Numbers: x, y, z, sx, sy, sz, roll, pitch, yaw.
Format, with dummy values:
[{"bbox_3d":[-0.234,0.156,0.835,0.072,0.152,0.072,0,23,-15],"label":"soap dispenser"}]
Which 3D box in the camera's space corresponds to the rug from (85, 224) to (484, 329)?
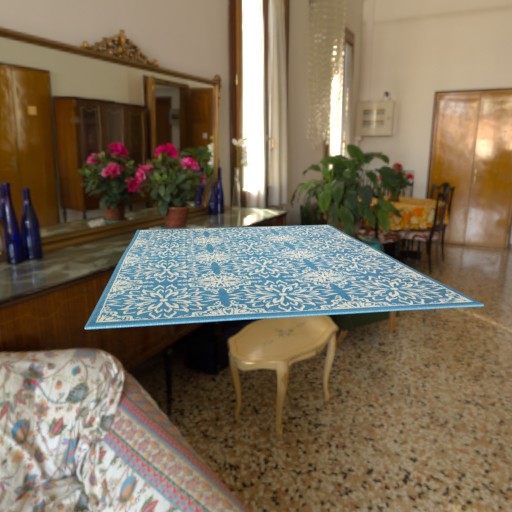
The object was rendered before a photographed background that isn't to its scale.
[{"bbox_3d":[0.000,0.000,3.947,2.350,0.018,2.964,-2,14,-9],"label":"rug"}]
